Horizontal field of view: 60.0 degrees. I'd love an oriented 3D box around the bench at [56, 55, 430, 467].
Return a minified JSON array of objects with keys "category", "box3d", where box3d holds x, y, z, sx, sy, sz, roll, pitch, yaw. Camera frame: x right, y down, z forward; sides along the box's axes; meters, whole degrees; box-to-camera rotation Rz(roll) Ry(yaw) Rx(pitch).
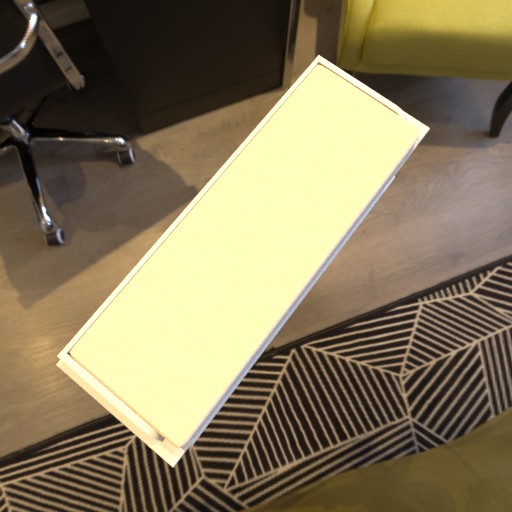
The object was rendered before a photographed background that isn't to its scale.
[{"category":"bench","box3d":[0.000,0.000,1.430,0.402,0.486,1.185,37,78,9]}]
